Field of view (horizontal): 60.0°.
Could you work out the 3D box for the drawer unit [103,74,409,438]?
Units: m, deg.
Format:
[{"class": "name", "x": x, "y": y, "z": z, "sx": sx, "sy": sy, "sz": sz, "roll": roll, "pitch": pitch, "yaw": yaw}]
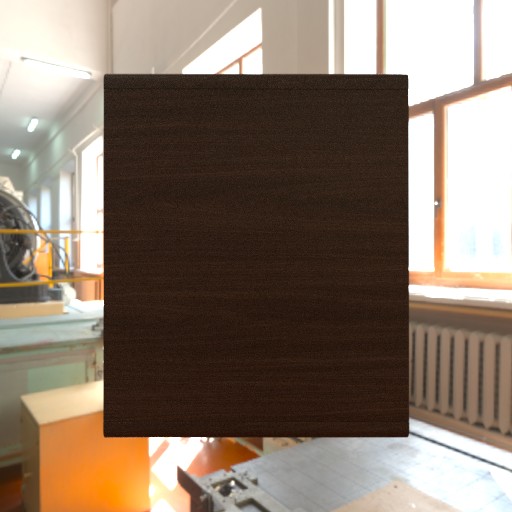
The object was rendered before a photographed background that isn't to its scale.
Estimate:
[{"class": "drawer unit", "x": 0.000, "y": 0.000, "z": 0.595, "sx": 0.290, "sy": 0.351, "sz": 0.349, "roll": 0, "pitch": 0, "yaw": 0}]
